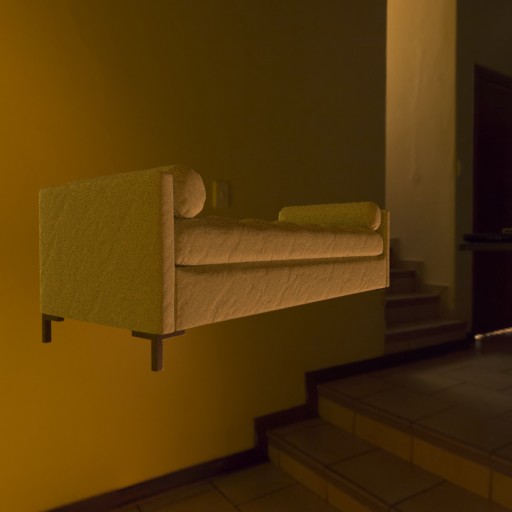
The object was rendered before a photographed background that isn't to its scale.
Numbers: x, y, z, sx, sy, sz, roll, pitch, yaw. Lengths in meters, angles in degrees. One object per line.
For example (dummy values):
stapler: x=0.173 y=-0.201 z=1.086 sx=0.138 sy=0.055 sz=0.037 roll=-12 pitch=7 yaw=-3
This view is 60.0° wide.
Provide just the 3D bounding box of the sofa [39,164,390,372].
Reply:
sofa: x=0.000 y=0.000 z=2.486 sx=0.796 sy=0.705 sz=2.102 roll=1 pitch=2 yaw=37
